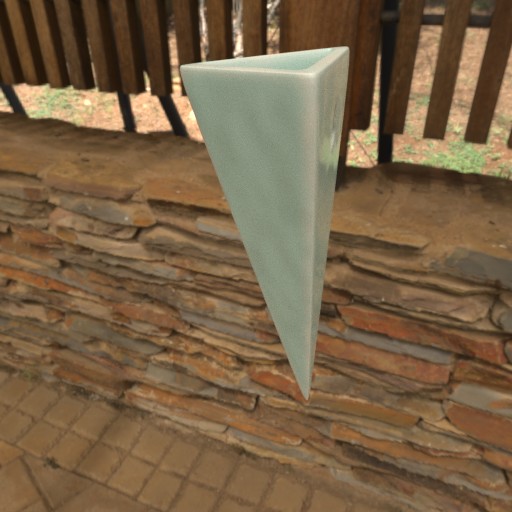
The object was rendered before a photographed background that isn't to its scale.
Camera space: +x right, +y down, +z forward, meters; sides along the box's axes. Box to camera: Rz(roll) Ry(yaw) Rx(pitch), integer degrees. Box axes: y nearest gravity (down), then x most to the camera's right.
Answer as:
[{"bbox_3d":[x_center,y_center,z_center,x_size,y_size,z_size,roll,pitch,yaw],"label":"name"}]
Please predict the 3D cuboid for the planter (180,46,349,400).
[{"bbox_3d":[0.000,0.000,0.213,0.064,0.178,0.080,9,32,15],"label":"planter"}]
